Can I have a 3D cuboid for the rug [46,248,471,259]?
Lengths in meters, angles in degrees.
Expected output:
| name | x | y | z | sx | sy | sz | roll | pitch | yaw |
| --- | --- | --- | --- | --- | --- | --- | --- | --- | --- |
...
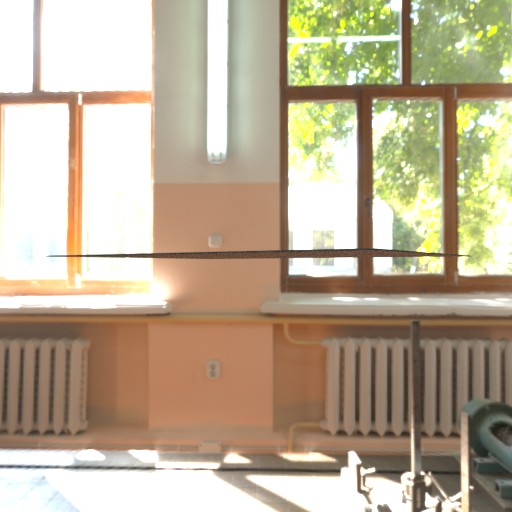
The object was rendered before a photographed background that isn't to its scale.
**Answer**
| name | x | y | z | sx | sy | sz | roll | pitch | yaw |
| --- | --- | --- | --- | --- | --- | --- | --- | --- | --- |
| rug | 0.000 | 0.000 | 4.192 | 3.291 | 0.013 | 2.337 | -1 | -1 | 37 |
